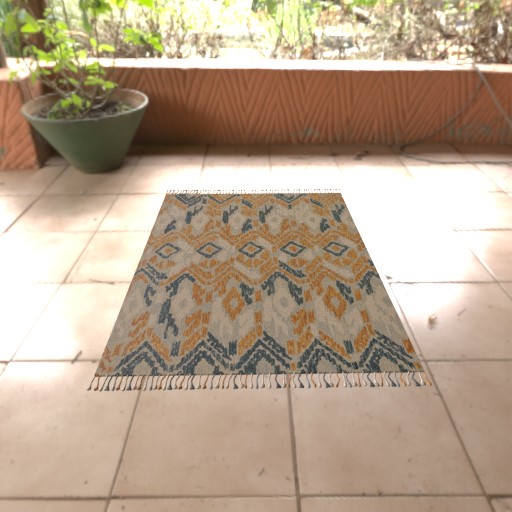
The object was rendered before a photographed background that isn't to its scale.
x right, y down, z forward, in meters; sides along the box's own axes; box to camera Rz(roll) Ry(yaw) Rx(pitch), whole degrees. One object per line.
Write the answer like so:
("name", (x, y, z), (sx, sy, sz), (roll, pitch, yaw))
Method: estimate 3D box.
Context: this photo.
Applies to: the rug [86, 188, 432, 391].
("rug", (0.000, 0.000, 2.346), (1.230, 0.008, 1.827), (-1, 31, -1))
